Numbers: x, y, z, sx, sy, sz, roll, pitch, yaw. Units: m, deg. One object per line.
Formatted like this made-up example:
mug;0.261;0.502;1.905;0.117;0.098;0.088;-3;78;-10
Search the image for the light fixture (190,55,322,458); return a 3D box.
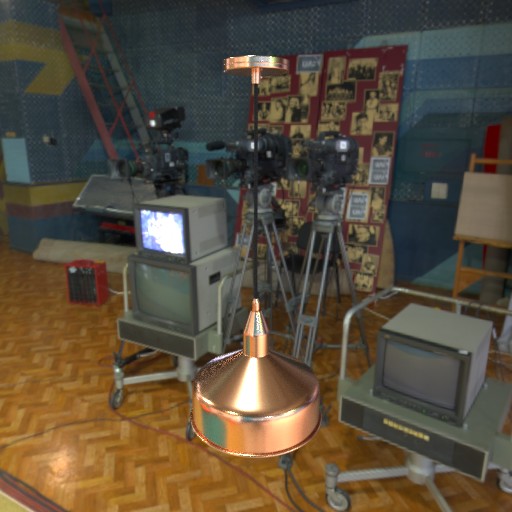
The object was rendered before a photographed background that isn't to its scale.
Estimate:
light fixture;0.000;0.000;0.927;0.301;0.754;0.301;-3;15;-9
